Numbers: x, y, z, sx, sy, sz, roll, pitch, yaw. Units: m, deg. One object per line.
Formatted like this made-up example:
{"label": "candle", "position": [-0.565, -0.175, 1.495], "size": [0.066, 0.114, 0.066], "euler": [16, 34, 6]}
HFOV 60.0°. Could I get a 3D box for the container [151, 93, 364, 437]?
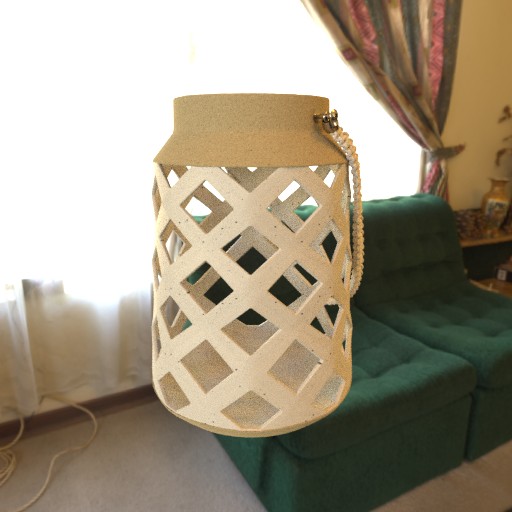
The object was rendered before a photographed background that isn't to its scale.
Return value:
{"label": "container", "position": [0.000, 0.000, 0.343], "size": [0.172, 0.229, 0.163], "euler": [-15, 22, -43]}
